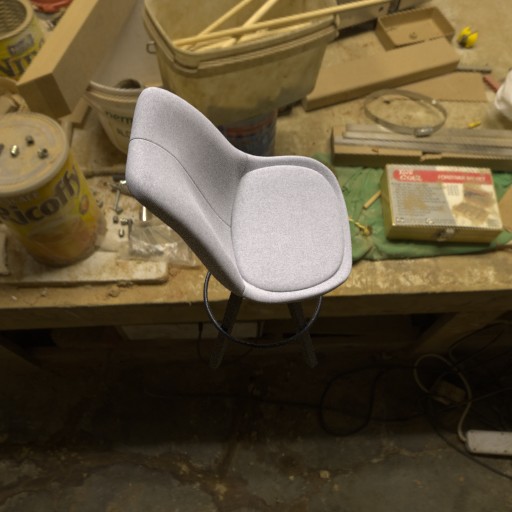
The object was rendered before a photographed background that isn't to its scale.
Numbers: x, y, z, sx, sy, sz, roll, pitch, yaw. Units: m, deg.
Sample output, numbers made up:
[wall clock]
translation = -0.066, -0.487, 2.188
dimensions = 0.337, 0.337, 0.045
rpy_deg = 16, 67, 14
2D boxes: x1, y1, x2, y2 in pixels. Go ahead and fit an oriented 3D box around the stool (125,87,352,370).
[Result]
[stool]
translation = 0.000, 0.000, 1.429
dimensions = 0.550, 1.115, 0.485
rpy_deg = -1, 62, 0
